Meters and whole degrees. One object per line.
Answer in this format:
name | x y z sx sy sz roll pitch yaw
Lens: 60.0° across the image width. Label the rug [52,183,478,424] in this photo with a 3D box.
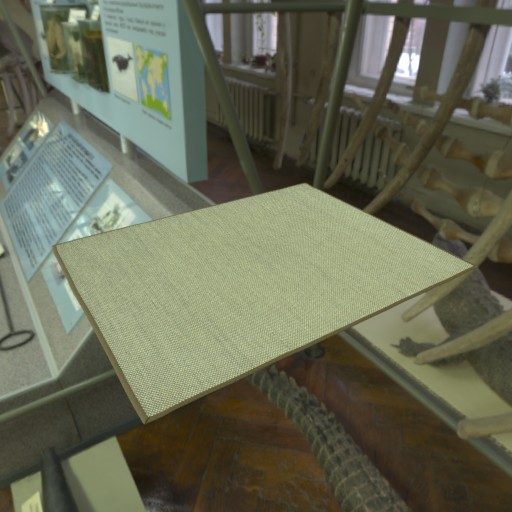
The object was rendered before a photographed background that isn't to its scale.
rug | 0.000 0.000 3.984 3.041 0.020 2.413 -18 35 -28
